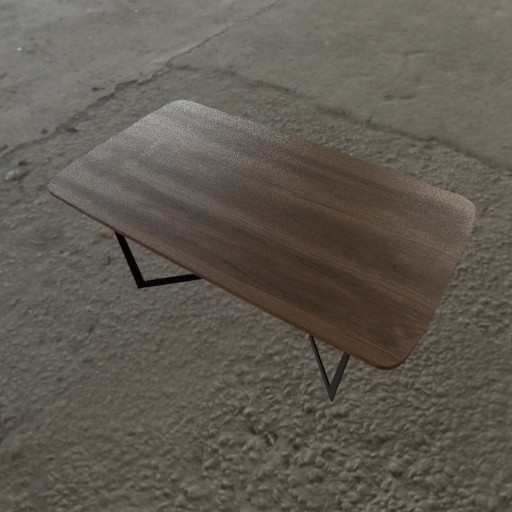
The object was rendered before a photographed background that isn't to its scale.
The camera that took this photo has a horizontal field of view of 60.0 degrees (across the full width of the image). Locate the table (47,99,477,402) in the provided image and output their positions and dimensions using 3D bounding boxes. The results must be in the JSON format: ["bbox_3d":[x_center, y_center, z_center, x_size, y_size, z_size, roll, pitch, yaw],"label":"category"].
[{"bbox_3d":[0.000,0.000,2.139,1.643,0.765,0.949,26,52,22],"label":"table"}]
